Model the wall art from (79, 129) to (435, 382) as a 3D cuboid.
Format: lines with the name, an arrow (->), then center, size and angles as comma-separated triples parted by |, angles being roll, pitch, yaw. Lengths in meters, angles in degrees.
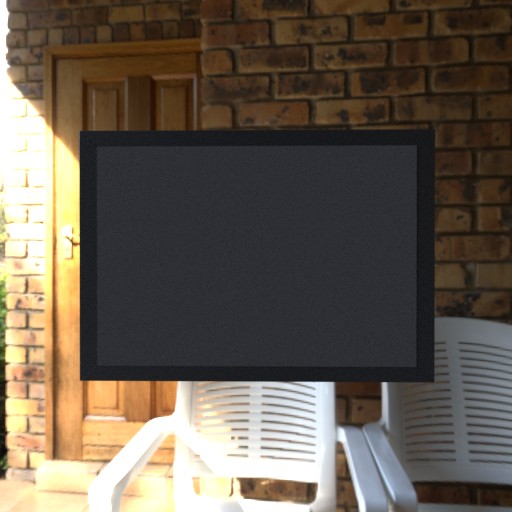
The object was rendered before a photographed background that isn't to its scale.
wall art -> 0.000, 0.000, 0.546 | 0.432, 0.306, 0.016 | 0, 0, 1
